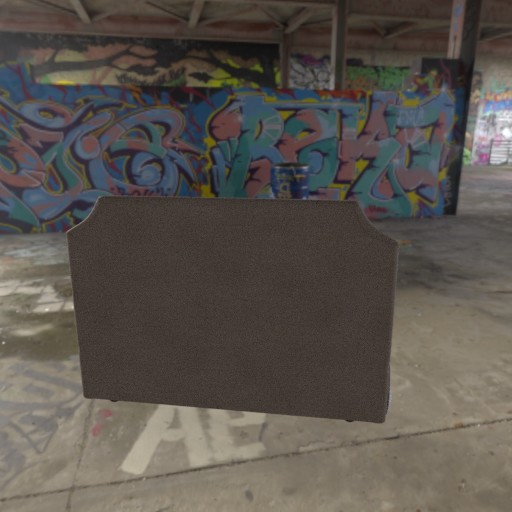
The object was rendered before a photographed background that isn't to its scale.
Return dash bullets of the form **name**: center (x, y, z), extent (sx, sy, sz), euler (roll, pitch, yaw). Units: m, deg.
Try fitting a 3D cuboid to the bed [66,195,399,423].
- **bed**: center (0.000, 0.000, 3.640), extent (1.977, 1.293, 2.498), euler (2, 16, 8)
